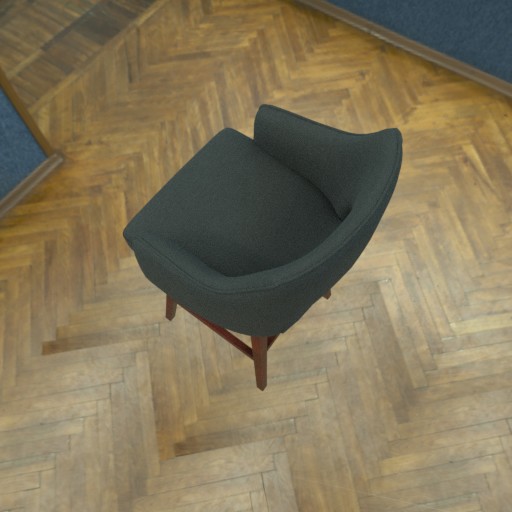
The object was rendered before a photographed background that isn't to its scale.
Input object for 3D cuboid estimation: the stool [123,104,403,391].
[{"bbox_3d":[0.000,0.000,1.318,0.558,1.012,0.548,34,69,15],"label":"stool"}]
